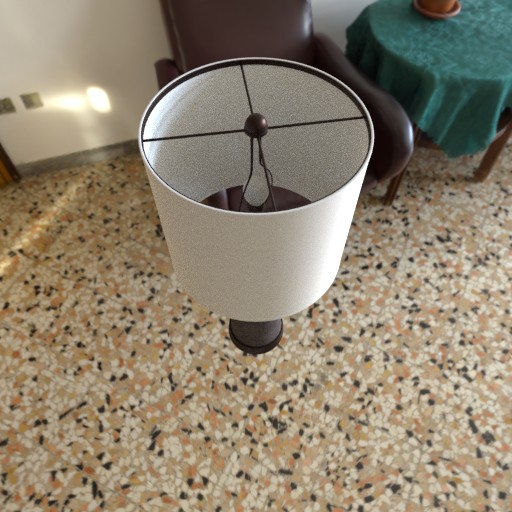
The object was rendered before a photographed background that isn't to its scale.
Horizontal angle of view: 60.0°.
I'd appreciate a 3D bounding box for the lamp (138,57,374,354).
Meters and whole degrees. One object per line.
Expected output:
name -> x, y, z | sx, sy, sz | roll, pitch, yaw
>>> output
lamp -> 0.000, 0.000, 0.820 | 0.301, 0.630, 0.301 | 31, 61, 19
